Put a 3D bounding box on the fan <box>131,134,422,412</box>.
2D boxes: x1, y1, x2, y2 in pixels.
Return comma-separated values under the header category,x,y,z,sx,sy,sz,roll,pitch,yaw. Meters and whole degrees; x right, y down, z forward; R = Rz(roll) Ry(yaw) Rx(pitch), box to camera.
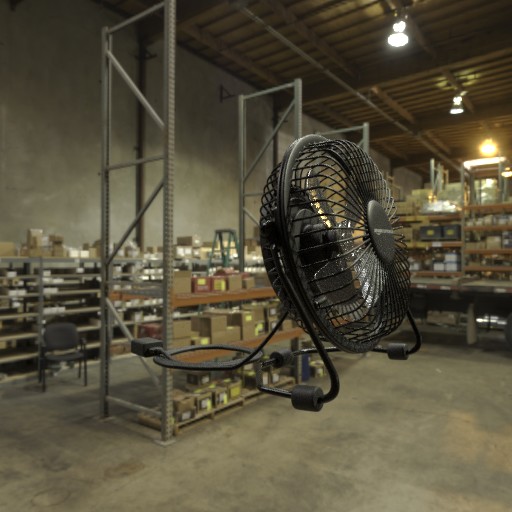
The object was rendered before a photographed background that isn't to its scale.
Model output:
category,x,y,z,sx,sy,sz,roll,pitch,yaw
fan,0.000,0.000,0.316,0.202,0.152,0.153,0,-1,36
